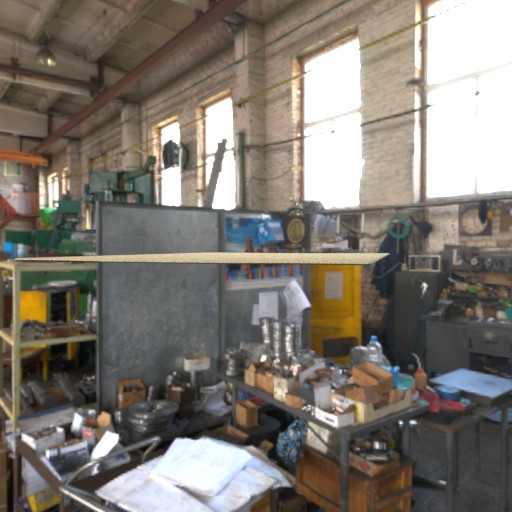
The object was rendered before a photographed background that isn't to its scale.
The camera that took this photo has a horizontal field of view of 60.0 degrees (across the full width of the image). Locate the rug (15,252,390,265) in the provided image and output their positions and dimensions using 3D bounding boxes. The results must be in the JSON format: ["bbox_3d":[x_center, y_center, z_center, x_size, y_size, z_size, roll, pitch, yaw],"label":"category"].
[{"bbox_3d":[0.000,0.000,4.984,2.782,0.025,3.935,0,1,18],"label":"rug"}]
